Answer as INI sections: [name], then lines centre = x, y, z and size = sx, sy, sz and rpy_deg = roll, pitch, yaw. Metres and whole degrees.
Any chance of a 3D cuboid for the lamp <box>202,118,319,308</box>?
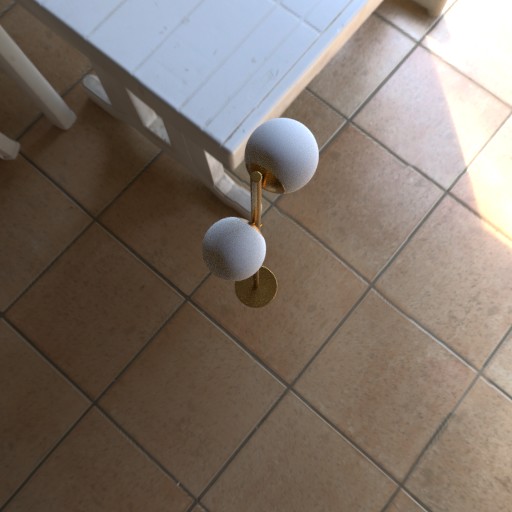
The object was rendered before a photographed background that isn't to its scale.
[lamp]
centre = 0.000, 0.000, 1.821
size = 0.249, 1.641, 0.419
rpy_deg = 34, 79, 7
